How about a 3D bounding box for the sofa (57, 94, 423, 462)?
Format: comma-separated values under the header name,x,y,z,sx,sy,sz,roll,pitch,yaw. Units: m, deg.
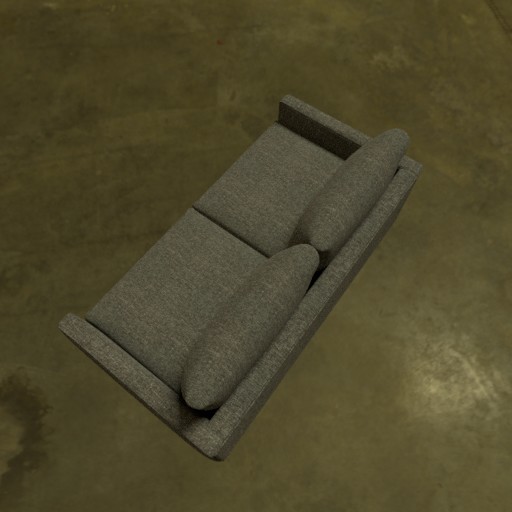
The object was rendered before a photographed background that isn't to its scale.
name,x,y,z,sx,sy,sz,roll,pitch,yaw
sofa,0.000,0.000,2.210,0.866,0.862,1.716,34,68,16
